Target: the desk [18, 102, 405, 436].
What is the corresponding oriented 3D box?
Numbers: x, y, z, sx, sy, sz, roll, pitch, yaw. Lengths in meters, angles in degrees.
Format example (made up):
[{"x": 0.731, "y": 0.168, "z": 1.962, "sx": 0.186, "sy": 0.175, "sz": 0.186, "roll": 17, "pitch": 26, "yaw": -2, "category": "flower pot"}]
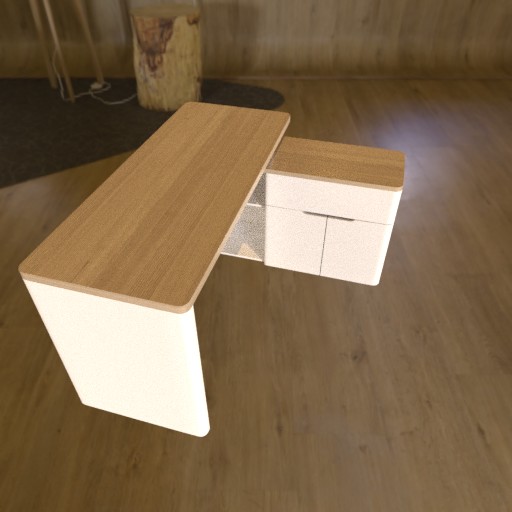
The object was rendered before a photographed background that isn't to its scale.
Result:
[{"x": 0.000, "y": 0.000, "z": 2.019, "sx": 1.175, "sy": 0.770, "sz": 1.400, "roll": 11, "pitch": 42, "yaw": 12, "category": "desk"}]
